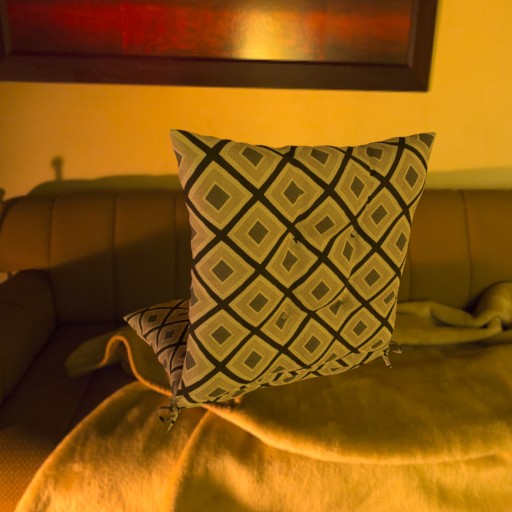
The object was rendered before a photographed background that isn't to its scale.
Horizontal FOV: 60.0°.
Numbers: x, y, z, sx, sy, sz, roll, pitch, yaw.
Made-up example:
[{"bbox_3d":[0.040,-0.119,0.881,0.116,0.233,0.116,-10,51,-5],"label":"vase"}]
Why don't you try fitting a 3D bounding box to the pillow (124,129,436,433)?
[{"bbox_3d":[0.000,0.000,0.988,0.541,0.536,0.585,-7,17,-25],"label":"pillow"}]
